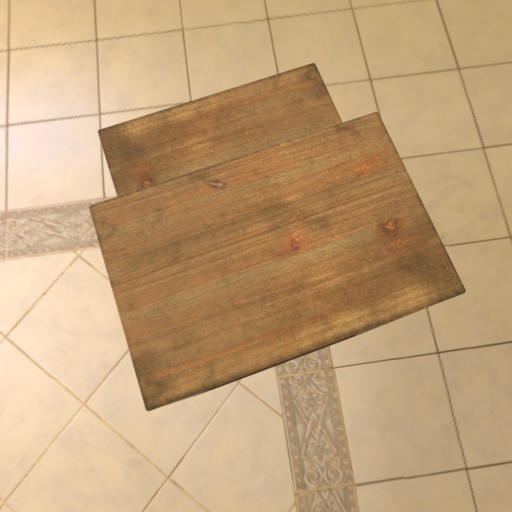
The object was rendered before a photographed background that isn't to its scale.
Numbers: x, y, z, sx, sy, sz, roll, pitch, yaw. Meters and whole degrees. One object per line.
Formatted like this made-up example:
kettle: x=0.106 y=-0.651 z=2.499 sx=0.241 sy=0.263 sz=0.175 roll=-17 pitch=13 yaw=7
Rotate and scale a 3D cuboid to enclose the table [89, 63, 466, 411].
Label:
table: x=0.000 y=0.000 z=0.922 sx=0.456 sy=0.615 sz=0.460 roll=-17 pitch=76 yaw=-5
